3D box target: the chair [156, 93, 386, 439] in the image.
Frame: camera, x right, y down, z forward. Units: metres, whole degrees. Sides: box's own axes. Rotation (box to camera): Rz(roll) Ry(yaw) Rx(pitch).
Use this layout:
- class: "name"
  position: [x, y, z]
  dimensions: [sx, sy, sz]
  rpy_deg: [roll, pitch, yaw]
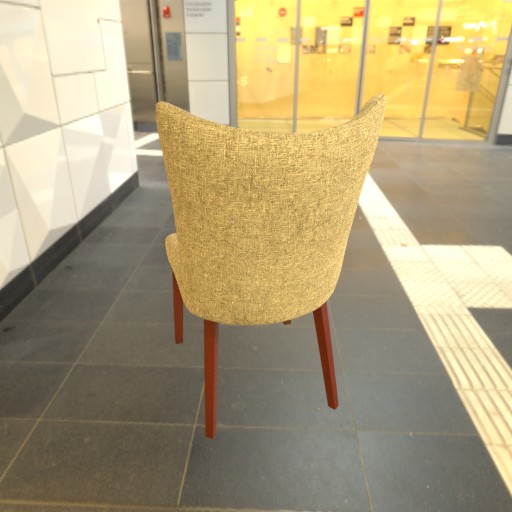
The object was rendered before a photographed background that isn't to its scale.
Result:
- class: "chair"
  position: [0.000, 0.000, 1.314]
  dimensions: [0.535, 0.924, 0.623]
  rpy_deg: [-7, 26, -15]
